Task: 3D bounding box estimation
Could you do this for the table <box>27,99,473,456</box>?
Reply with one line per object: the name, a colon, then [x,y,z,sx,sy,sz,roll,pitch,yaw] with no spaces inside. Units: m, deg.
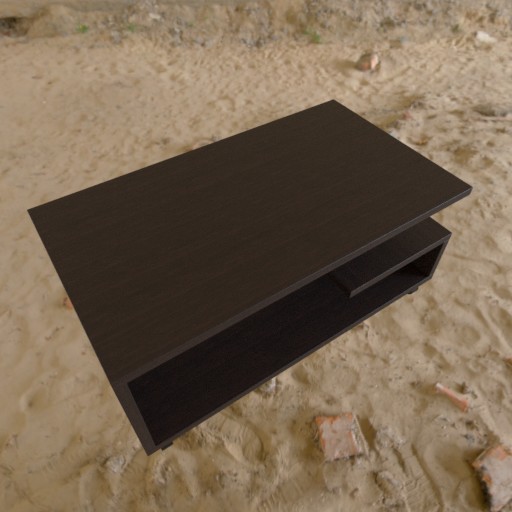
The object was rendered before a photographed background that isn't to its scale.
table: [0.000,0.000,1.361,1.050,0.460,0.590,-26,53,-22]
